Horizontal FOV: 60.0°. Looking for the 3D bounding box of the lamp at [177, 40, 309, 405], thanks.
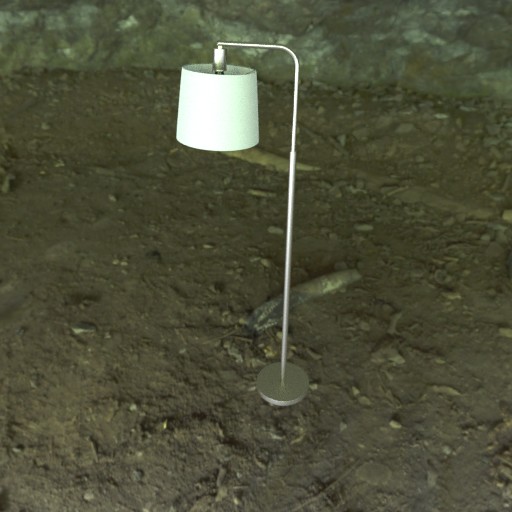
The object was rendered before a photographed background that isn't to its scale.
[{"bbox_3d":[0.000,0.000,1.674,0.508,1.478,0.254,-9,33,-14],"label":"lamp"}]
